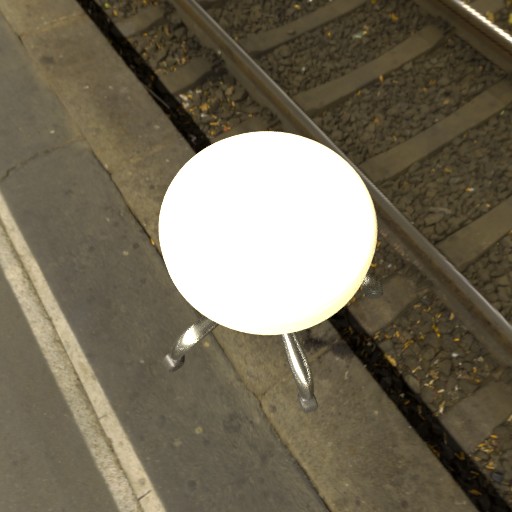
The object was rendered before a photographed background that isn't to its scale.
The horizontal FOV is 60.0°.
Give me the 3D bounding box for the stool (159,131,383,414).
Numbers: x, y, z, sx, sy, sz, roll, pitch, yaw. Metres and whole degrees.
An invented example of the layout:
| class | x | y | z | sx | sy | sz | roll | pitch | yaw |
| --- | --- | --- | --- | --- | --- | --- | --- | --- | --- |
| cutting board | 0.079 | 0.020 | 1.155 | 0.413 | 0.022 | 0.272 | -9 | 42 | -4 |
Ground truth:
| class | x | y | z | sx | sy | sz | roll | pitch | yaw |
| --- | --- | --- | --- | --- | --- | --- | --- | --- | --- |
| stool | 0.000 | 0.000 | 1.055 | 0.614 | 0.482 | 0.634 | 31 | 68 | 14 |
